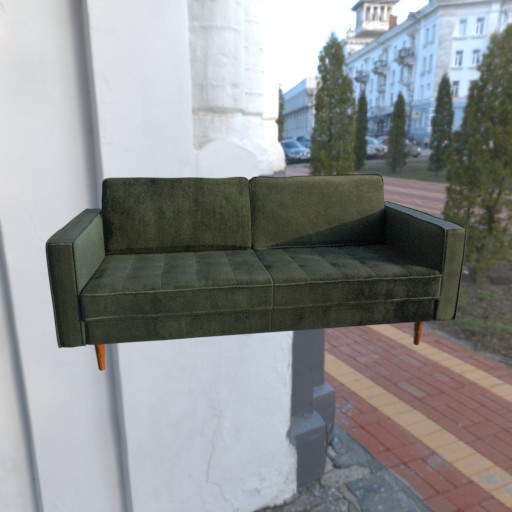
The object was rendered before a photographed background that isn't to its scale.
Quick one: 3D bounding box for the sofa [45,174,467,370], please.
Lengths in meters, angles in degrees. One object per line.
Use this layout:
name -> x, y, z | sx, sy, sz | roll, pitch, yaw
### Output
sofa -> 0.000, 0.000, 2.285 | 1.816, 0.781, 0.886 | -2, 15, -9
